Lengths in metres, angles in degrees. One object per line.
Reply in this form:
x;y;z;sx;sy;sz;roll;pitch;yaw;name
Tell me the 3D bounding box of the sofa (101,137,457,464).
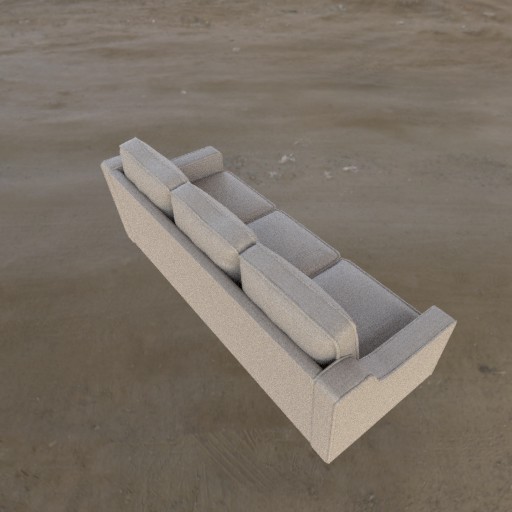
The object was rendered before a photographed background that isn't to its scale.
0.000;0.000;2.645;0.899;0.950;2.129;-28;50;-27;sofa
